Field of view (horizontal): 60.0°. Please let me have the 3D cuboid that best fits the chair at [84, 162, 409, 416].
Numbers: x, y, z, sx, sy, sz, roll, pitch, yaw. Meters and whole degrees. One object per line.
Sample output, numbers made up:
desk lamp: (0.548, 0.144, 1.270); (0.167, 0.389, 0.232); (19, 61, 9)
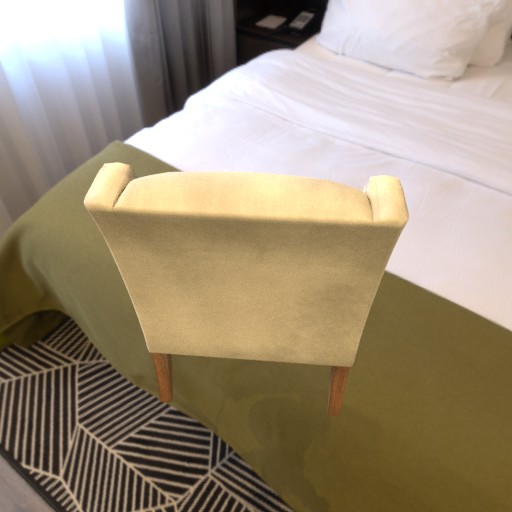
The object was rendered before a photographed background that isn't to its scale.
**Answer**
chair: (0.000, 0.000, 1.339); (0.629, 0.895, 0.629); (3, 46, 3)
